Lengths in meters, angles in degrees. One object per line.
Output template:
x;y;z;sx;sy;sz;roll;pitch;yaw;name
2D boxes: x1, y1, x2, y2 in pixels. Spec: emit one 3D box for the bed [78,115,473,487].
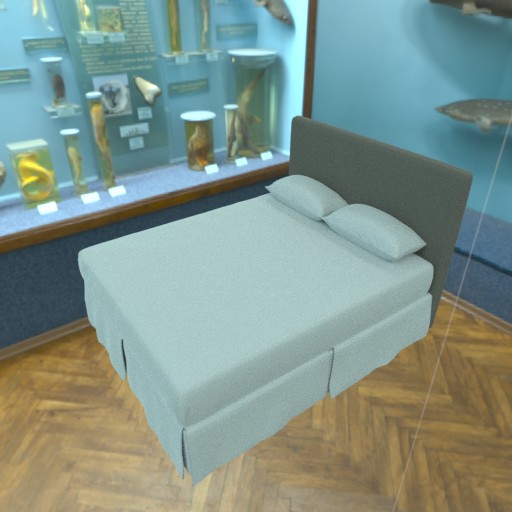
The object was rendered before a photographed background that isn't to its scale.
0.000;0.000;3.125;2.142;1.330;1.748;-21;37;-29;bed
